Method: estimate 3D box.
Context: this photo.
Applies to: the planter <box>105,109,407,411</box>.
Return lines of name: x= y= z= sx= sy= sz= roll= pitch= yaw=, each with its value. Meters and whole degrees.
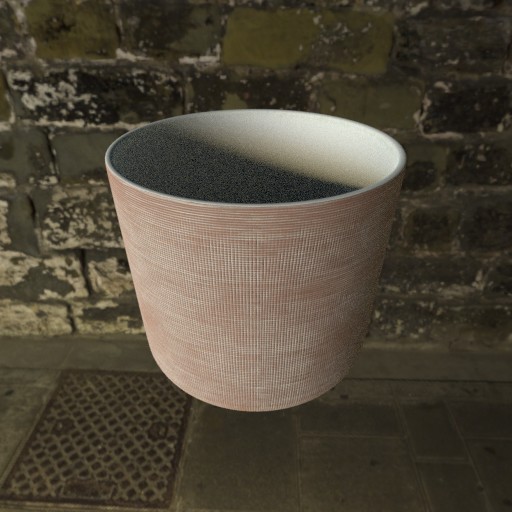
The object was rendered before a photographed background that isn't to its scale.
planter: x=0.000 y=0.000 z=0.775 sx=0.440 sy=0.398 sz=0.440 roll=0 pitch=32 yaw=0
